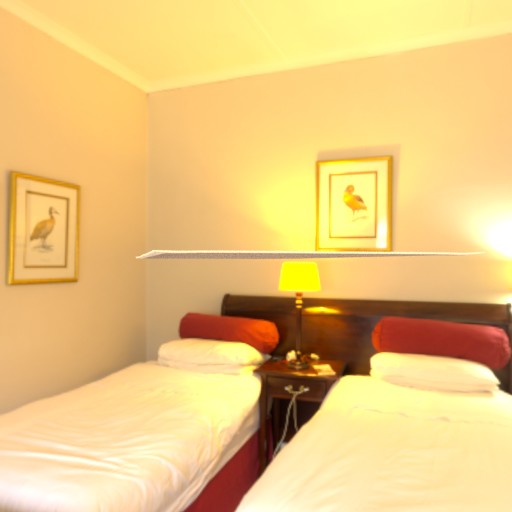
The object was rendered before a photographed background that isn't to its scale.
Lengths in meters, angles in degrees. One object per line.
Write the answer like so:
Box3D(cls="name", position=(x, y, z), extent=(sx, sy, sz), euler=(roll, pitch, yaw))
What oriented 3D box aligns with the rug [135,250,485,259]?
Box3D(cls="rug", position=(0.000, 0.000, 3.005), extent=(1.518, 0.023, 2.434), euler=(0, -1, -17))
